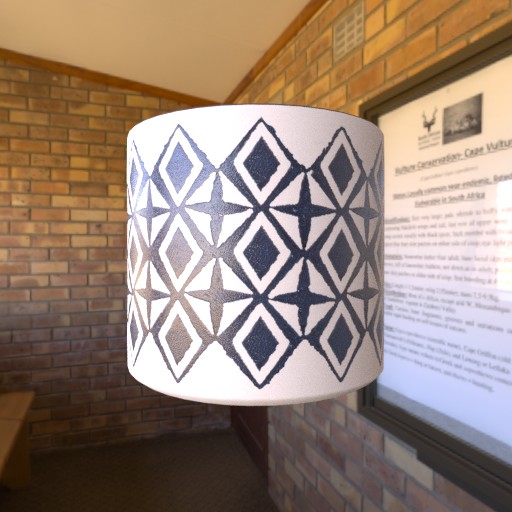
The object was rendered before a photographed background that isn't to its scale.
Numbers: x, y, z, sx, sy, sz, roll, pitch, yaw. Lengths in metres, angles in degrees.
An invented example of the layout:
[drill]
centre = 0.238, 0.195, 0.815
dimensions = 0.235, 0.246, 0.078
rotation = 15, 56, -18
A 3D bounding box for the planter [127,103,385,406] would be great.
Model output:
[planter]
centre = 0.000, 0.000, 0.326
dimensions = 0.182, 0.165, 0.182
rotation = 0, 1, 0
